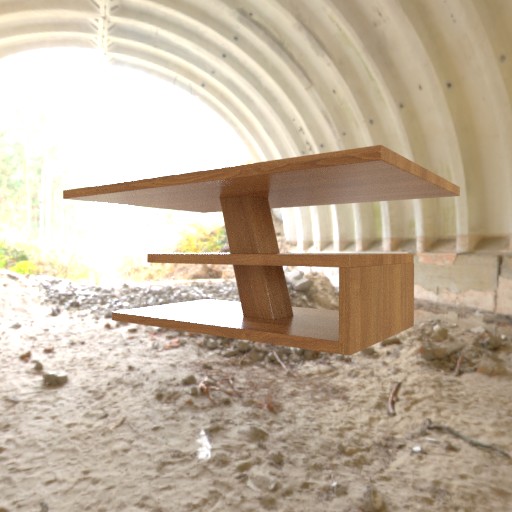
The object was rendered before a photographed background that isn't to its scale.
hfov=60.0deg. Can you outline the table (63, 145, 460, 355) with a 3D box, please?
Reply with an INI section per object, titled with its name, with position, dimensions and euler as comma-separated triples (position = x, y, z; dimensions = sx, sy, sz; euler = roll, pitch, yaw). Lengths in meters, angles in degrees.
[table]
position = 0.000, 0.000, 1.457
dimensions = 1.100, 0.442, 0.700
euler = 1, 1, 36
